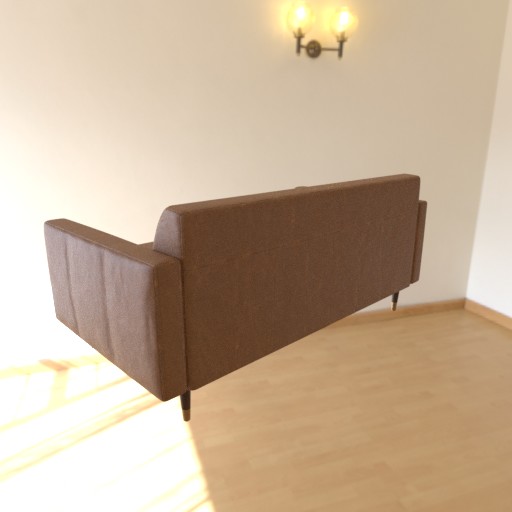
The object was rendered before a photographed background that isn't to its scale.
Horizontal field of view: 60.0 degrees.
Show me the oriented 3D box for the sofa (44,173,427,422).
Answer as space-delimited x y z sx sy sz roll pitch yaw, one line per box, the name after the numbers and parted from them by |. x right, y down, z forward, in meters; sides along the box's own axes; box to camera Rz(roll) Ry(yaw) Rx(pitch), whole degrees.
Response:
0.000 0.000 2.362 1.847 0.821 0.993 -15 22 -42 | sofa
